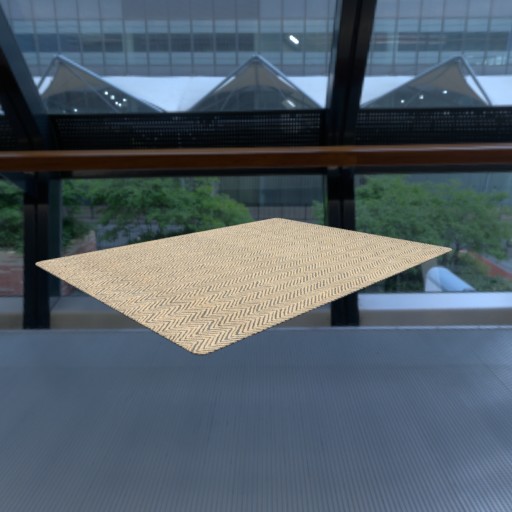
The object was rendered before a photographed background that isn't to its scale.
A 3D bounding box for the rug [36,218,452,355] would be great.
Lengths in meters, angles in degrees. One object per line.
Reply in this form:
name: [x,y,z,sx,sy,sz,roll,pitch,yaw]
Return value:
rug: [0.000,0.000,4.218,3.207,0.014,2.439,-14,21,-42]
